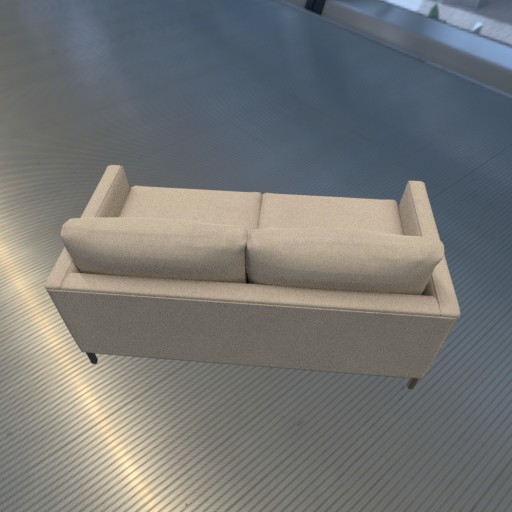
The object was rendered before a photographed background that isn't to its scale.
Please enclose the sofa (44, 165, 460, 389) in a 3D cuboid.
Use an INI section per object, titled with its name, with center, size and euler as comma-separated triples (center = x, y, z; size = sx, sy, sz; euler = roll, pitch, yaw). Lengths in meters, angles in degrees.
[sofa]
center = 0.000, 0.000, 2.180
size = 1.682, 0.840, 0.875
euler = 4, 47, 3
